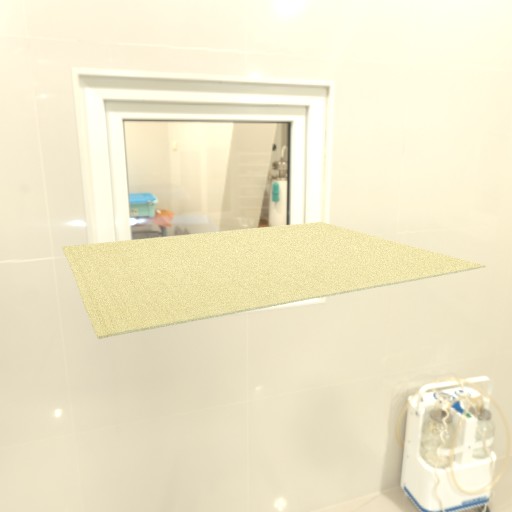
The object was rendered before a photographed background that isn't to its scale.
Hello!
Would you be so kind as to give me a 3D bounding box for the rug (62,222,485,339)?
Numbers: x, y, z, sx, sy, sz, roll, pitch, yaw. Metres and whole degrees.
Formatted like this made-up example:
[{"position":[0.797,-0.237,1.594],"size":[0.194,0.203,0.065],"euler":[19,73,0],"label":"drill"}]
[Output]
[{"position":[0.000,0.000,4.176],"size":[3.204,0.016,2.452],"euler":[-7,16,-26],"label":"rug"}]
